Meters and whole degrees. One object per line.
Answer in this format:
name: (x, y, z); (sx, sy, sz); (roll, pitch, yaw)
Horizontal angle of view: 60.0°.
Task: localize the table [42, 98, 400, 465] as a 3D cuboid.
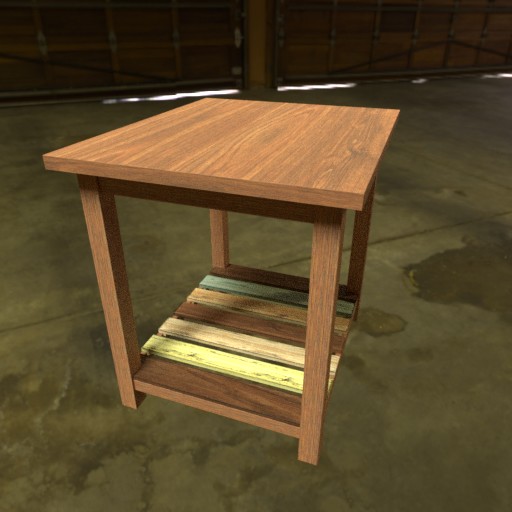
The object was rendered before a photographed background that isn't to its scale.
table: (0.000, 0.000, 1.119); (0.559, 0.635, 0.660); (10, 30, 18)
